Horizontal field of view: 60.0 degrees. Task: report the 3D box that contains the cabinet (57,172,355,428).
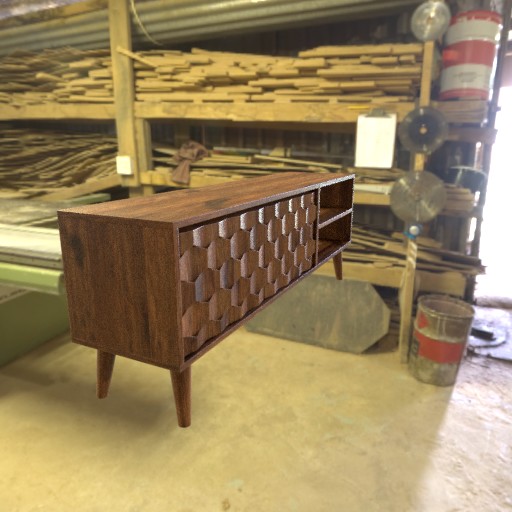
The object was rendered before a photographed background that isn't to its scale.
[{"bbox_3d":[0.000,0.000,1.691,0.349,0.528,1.448,7,17,26],"label":"cabinet"}]
